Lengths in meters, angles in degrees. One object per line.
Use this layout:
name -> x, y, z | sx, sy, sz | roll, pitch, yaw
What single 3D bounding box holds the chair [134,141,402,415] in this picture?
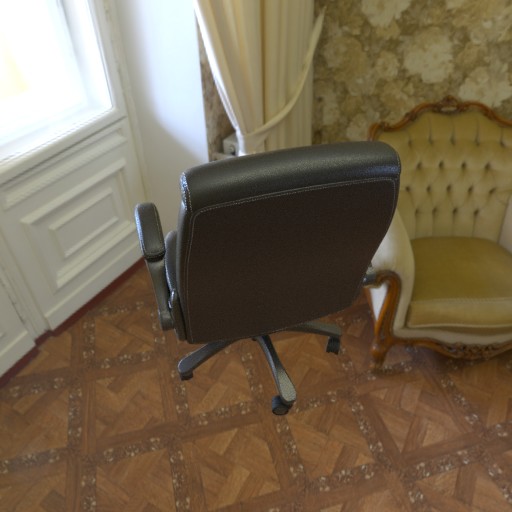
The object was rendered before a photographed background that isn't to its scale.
chair -> 0.000, 0.000, 1.600 | 0.782, 1.110, 0.724 | -11, 41, -13
